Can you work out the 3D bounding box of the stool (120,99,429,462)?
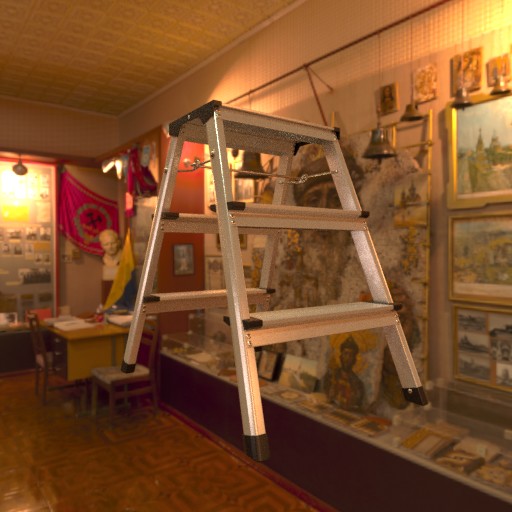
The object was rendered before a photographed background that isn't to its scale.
[{"bbox_3d":[0.000,0.000,1.034,0.437,0.605,0.622,-1,1,-36],"label":"stool"}]
